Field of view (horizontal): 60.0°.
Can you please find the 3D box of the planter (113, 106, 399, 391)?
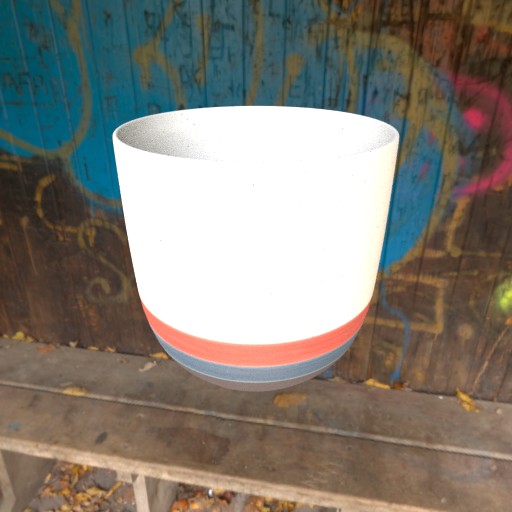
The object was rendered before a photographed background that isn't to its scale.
[{"bbox_3d":[0.000,0.000,0.375,0.204,0.214,0.204,0,27,0],"label":"planter"}]
